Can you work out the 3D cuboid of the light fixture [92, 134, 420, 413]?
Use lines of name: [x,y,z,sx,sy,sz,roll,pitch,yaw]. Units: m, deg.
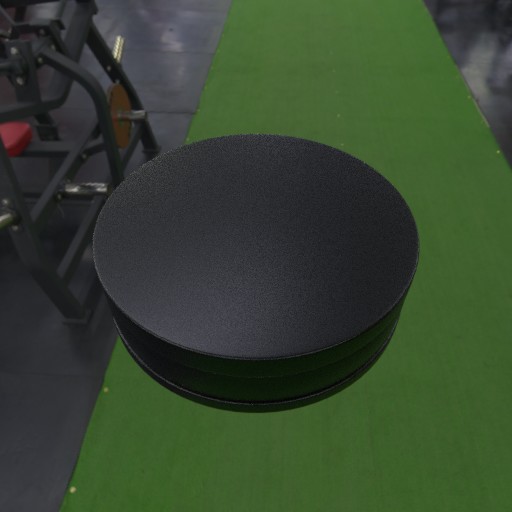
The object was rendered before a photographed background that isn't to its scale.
light fixture: [0.000,0.000,0.425,0.283,0.097,0.283,0,47,0]
